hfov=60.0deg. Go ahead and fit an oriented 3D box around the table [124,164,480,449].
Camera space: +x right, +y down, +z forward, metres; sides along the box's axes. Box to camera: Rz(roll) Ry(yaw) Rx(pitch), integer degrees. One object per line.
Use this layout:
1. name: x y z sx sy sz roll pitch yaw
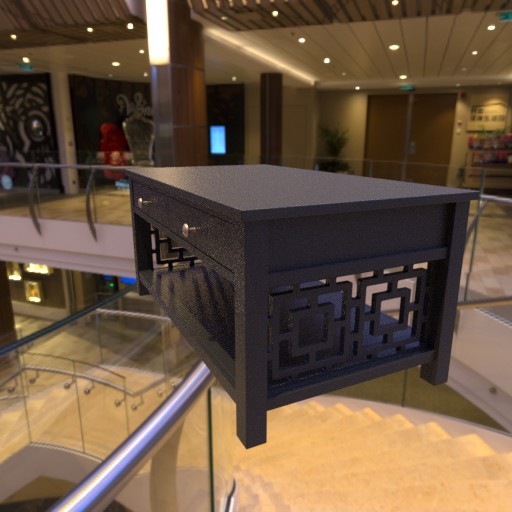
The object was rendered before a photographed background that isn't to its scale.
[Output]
1. table: 0.000 0.000 1.406 0.612 0.493 1.068 -7 17 -25
